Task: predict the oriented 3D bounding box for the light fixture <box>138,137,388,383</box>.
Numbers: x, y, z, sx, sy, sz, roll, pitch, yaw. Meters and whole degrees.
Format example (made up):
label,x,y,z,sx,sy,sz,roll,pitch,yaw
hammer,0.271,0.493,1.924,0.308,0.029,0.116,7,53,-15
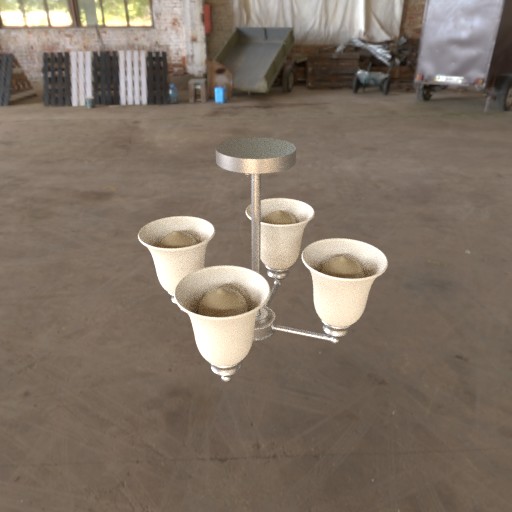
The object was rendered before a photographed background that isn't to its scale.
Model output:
label,x,y,z,sx,sy,sz,roll,pitch,yaw
light fixture,0.000,0.000,0.751,0.427,0.370,0.427,9,30,16
